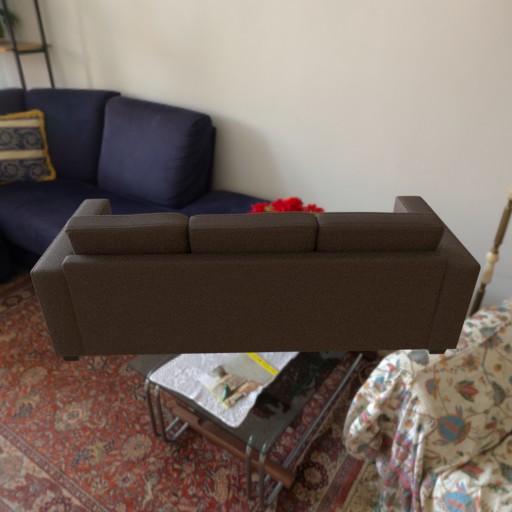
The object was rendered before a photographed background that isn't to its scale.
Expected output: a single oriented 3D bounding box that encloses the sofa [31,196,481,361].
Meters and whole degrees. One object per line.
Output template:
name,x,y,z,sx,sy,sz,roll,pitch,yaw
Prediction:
sofa,0.000,0.000,2.564,2.160,0.806,0.900,-1,31,-1
